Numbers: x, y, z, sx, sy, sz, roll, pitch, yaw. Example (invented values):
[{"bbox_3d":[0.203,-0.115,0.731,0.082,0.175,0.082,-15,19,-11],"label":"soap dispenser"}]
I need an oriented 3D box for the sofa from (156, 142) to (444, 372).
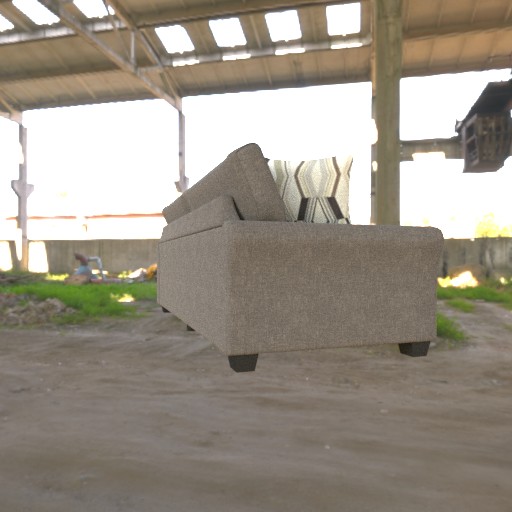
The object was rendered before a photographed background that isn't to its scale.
[{"bbox_3d":[0.000,0.000,2.538,0.889,0.813,2.032,0,-1,-19],"label":"sofa"}]
